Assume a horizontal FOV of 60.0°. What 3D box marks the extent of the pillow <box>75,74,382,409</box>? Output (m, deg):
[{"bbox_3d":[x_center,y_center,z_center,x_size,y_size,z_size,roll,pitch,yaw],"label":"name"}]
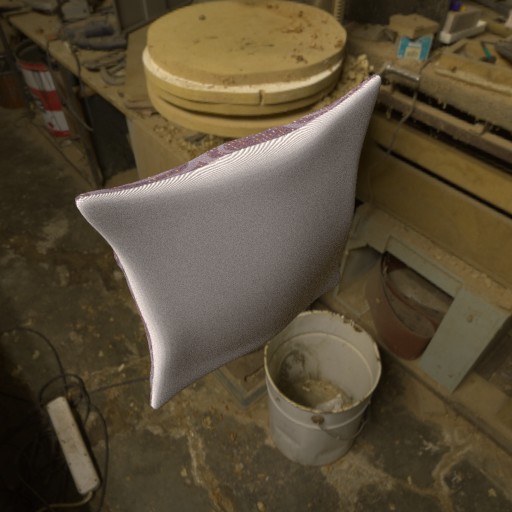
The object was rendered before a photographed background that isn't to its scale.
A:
[{"bbox_3d":[0.000,0.000,0.783,0.514,0.513,0.163,-30,53,-26],"label":"pillow"}]
